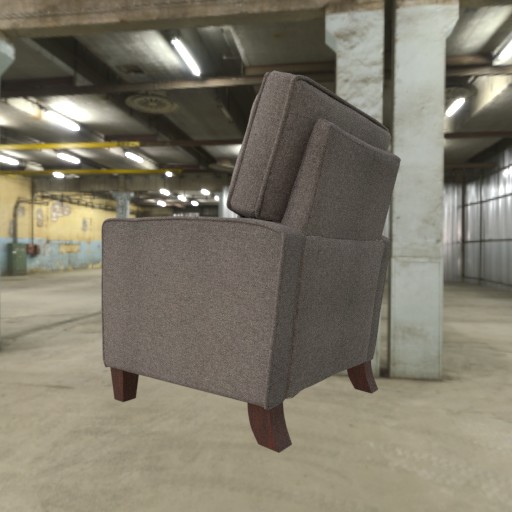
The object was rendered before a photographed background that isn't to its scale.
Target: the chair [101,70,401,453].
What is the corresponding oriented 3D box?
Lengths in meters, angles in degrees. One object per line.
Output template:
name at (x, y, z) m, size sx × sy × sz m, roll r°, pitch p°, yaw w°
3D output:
chair at (0.000, 0.000, 1.407) m, size 0.775 × 0.889 × 0.650 m, roll 0°, pitch 0°, yaw 37°
